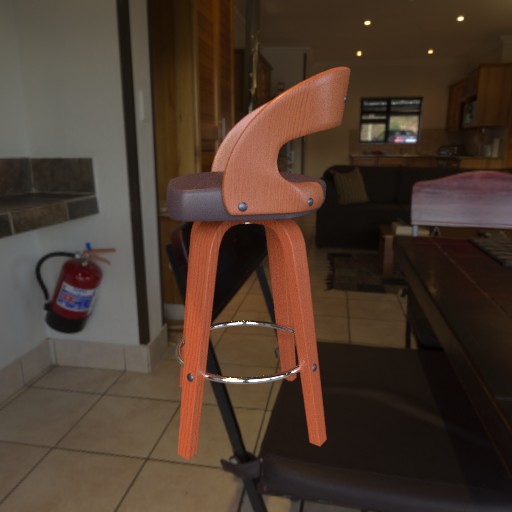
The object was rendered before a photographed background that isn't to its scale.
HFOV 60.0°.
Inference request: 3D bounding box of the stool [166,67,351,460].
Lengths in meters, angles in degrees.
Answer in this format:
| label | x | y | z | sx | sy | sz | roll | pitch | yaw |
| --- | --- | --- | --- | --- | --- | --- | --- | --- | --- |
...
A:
| label | x | y | z | sx | sy | sz | roll | pitch | yaw |
| --- | --- | --- | --- | --- | --- | --- | --- | --- | --- |
| stool | 0.000 | 0.000 | 1.195 | 0.457 | 0.940 | 0.457 | -2 | 13 | -9 |
